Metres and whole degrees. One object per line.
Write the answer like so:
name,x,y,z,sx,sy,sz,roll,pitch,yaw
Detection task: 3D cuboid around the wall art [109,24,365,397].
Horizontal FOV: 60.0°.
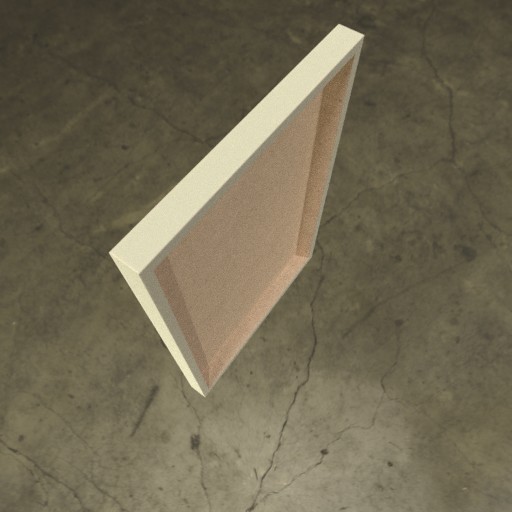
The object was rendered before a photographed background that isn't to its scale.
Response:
wall art,0.000,0.000,0.760,0.038,0.608,0.418,33,67,16
